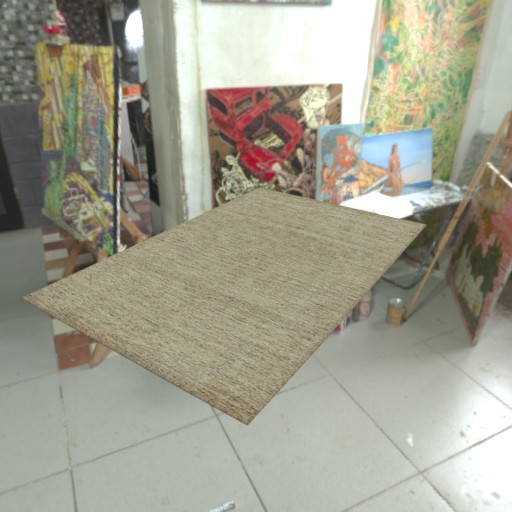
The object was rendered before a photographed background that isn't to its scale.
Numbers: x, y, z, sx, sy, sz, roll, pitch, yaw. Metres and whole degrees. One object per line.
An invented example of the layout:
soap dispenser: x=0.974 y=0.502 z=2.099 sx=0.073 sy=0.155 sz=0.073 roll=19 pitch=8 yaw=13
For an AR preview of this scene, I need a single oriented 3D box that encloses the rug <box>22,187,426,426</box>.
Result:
rug: x=0.000 y=0.000 z=2.282 sx=1.211 sy=0.018 sz=1.822 roll=18 pitch=32 yaw=30
